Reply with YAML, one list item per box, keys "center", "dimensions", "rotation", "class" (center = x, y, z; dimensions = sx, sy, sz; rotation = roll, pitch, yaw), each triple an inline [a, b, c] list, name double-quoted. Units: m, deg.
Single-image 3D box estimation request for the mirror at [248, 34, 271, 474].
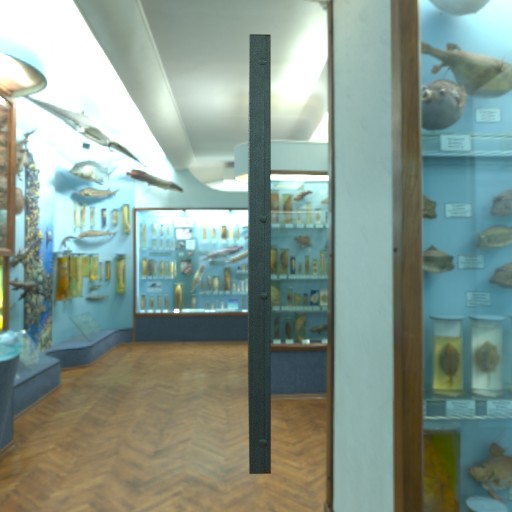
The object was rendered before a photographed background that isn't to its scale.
- center: [0.000, 0.000, 0.574]
  dimensions: [0.020, 0.381, 0.382]
  rotation: [0, -1, -1]
  class: "mirror"
